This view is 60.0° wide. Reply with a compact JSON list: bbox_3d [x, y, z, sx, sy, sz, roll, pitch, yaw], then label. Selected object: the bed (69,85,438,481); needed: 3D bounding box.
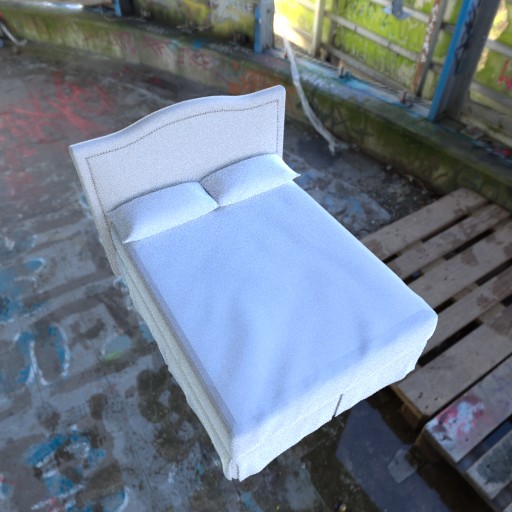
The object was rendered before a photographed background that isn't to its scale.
[{"bbox_3d":[0.000,0.000,3.196,1.753,1.460,2.143,-24,51,-21],"label":"bed"}]
